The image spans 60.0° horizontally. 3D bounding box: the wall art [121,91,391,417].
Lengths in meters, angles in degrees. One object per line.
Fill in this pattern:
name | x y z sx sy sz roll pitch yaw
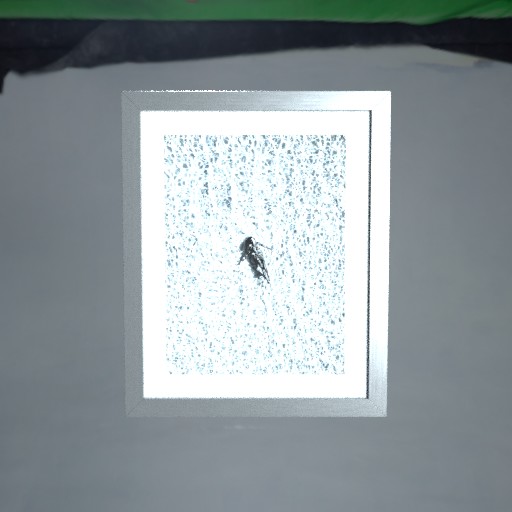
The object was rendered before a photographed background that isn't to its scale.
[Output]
wall art | 0.000 0.000 0.530 0.308 0.379 0.030 0 2 0
